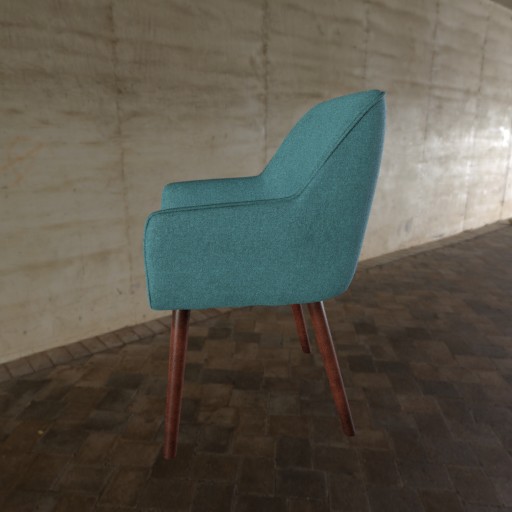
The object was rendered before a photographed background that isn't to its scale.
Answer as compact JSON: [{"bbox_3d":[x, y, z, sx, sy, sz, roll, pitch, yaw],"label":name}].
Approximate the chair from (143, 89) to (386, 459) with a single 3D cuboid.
[{"bbox_3d":[0.000,0.000,1.165,0.519,0.803,0.543,-2,15,-8],"label":"chair"}]
